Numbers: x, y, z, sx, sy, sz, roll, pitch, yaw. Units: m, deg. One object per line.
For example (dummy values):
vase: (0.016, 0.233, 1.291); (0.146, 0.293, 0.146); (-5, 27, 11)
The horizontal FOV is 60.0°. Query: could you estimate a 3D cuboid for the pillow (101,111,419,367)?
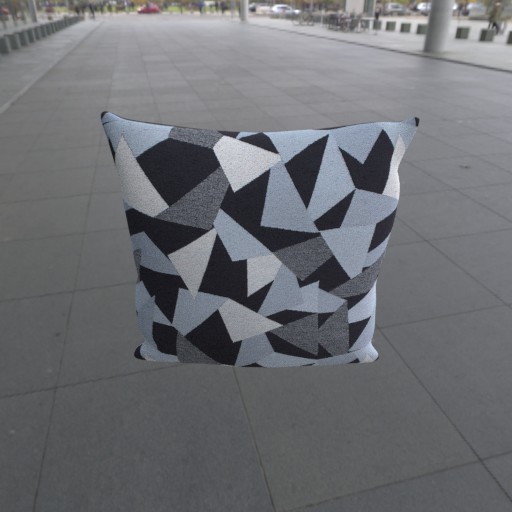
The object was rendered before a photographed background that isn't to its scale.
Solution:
pillow: (0.000, 0.000, 0.790); (0.503, 0.496, 0.208); (0, 30, 1)
